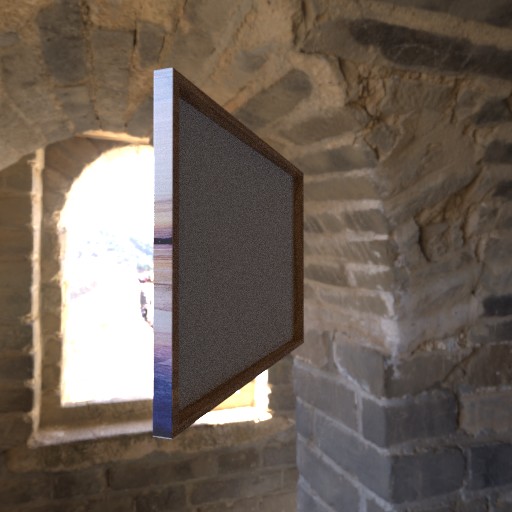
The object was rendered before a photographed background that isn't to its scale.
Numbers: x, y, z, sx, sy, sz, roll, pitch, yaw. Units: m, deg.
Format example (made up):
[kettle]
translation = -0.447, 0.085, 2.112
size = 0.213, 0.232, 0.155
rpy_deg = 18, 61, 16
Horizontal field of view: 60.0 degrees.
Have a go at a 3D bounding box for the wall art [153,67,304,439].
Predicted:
[wall art]
translation = 0.000, 0.000, 1.155
size = 0.037, 0.605, 0.911
rpy_deg = 0, -1, 20
